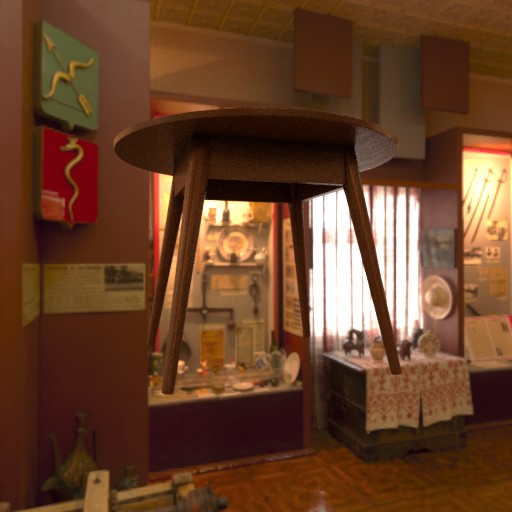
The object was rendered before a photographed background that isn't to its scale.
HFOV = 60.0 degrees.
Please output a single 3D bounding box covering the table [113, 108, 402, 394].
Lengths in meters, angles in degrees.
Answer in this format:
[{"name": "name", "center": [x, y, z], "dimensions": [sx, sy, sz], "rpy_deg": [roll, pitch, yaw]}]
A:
[{"name": "table", "center": [0.000, 0.000, 1.712], "dimensions": [1.053, 0.786, 1.053], "rpy_deg": [0, 0, 0]}]
